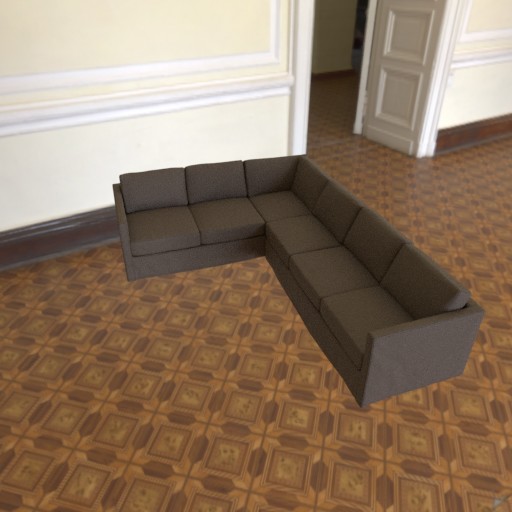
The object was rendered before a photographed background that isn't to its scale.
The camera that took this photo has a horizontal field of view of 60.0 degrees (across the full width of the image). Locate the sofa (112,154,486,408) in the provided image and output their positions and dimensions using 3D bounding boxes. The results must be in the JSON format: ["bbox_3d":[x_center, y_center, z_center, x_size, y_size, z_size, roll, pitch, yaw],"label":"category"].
[{"bbox_3d":[0.000,0.000,4.241,2.432,0.871,3.182,-10,34,-15],"label":"sofa"}]
